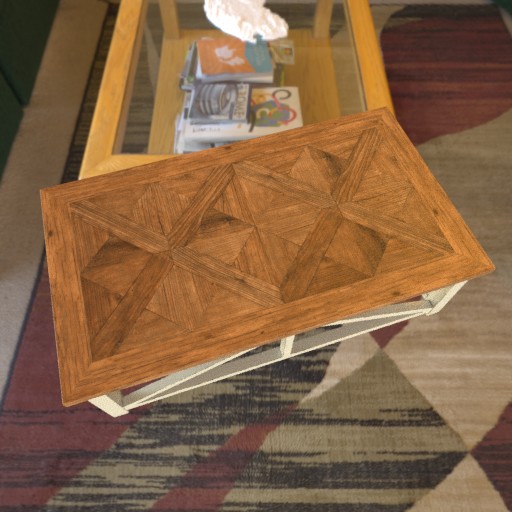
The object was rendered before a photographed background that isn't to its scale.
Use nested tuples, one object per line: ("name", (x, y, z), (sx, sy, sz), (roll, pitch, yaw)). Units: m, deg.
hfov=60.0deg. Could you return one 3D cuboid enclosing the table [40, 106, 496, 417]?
("table", (0.000, 0.000, 1.715), (1.400, 0.410, 0.800), (-16, 62, -9))
